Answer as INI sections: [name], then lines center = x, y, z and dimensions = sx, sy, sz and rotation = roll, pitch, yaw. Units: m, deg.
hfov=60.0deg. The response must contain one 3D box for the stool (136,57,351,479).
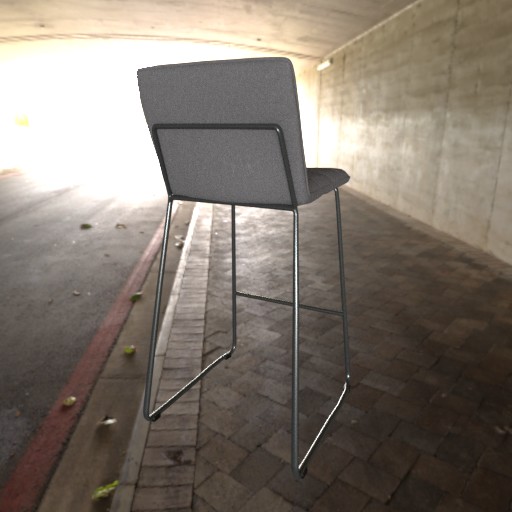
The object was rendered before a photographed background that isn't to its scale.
[stool]
center = 0.000, 0.000, 1.241
dimensions = 0.490, 0.960, 0.490
rotation = 9, 19, 26
